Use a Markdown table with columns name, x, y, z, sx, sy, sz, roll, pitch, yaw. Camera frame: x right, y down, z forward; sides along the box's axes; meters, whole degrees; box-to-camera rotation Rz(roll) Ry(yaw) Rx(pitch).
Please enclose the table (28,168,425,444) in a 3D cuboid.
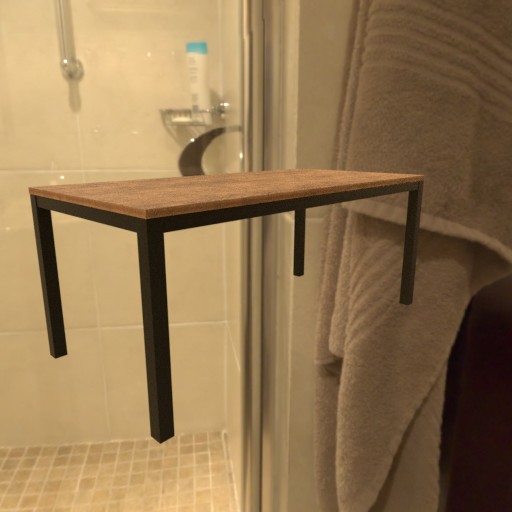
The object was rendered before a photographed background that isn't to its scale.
| name | x | y | z | sx | sy | sz | roll | pitch | yaw |
| --- | --- | --- | --- | --- | --- | --- | --- | --- | --- |
| table | 0.000 | 0.000 | 2.268 | 0.893 | 0.767 | 1.805 | 14 | 20 | 43 |
